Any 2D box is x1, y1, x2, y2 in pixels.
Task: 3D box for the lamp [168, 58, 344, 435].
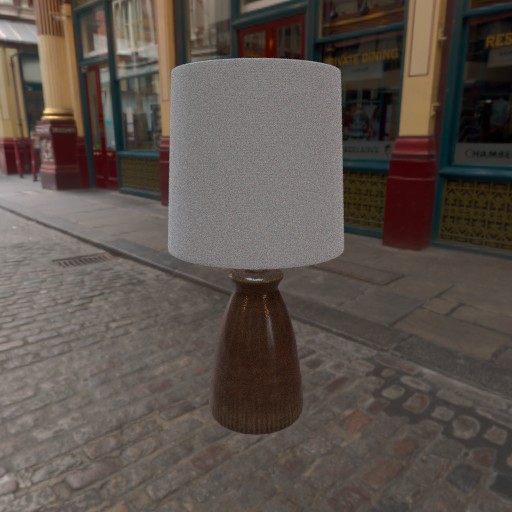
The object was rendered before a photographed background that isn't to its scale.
[{"bbox_3d":[0.000,0.000,0.481,0.186,0.369,0.186,0,14,0],"label":"lamp"}]
